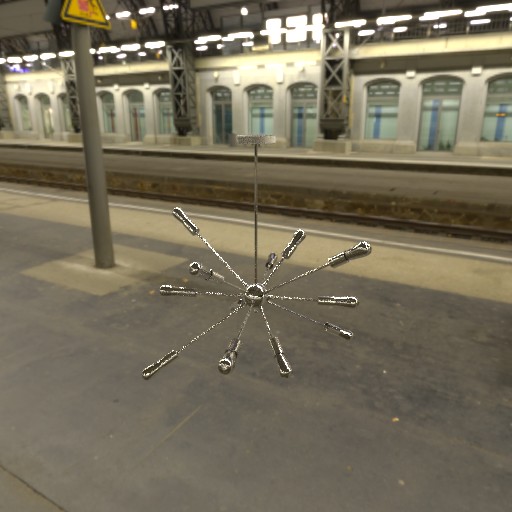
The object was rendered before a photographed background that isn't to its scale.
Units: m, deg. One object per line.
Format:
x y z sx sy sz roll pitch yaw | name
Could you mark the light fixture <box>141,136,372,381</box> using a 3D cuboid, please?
0.000 0.000 1.065 0.509 0.558 0.684 3 17 9 | light fixture
